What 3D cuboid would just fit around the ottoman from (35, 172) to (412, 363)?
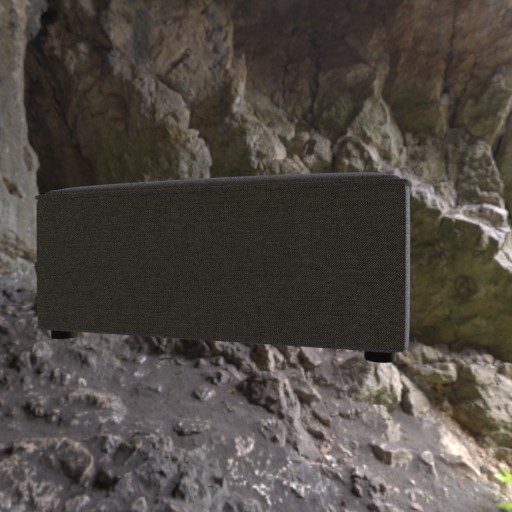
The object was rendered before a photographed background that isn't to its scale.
[{"bbox_3d":[0.000,0.000,1.551,1.005,0.455,1.005,0,1,17],"label":"ottoman"}]
